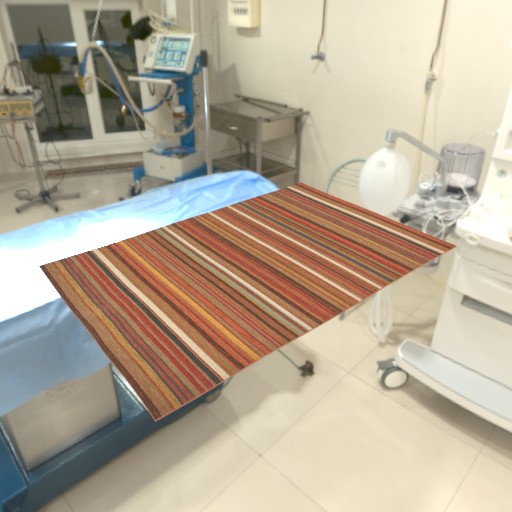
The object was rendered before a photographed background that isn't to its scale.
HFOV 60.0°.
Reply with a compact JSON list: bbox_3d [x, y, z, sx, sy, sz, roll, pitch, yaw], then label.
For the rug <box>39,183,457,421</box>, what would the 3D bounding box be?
[{"bbox_3d":[0.000,0.000,2.315,1.828,0.007,1.217,-22,37,-33],"label":"rug"}]
